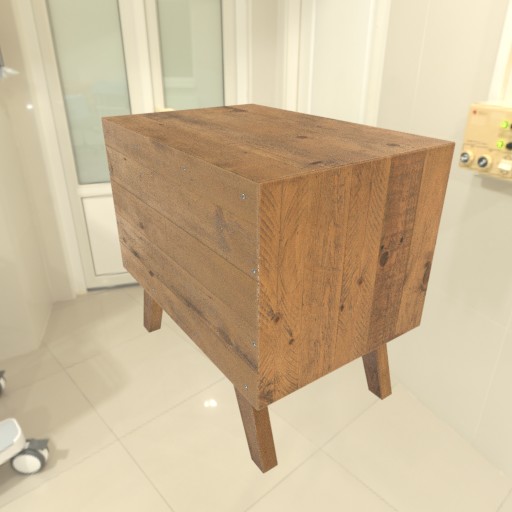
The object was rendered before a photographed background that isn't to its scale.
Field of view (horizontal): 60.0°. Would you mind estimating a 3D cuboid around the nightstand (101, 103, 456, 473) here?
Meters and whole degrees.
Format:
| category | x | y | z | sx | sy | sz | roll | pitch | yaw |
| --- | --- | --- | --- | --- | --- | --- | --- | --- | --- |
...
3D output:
| category | x | y | z | sx | sy | sz | roll | pitch | yaw |
| --- | --- | --- | --- | --- | --- | --- | --- | --- | --- |
| nightstand | 0.000 | 0.000 | 1.062 | 0.450 | 0.599 | 0.650 | -17 | 31 | -31 |
